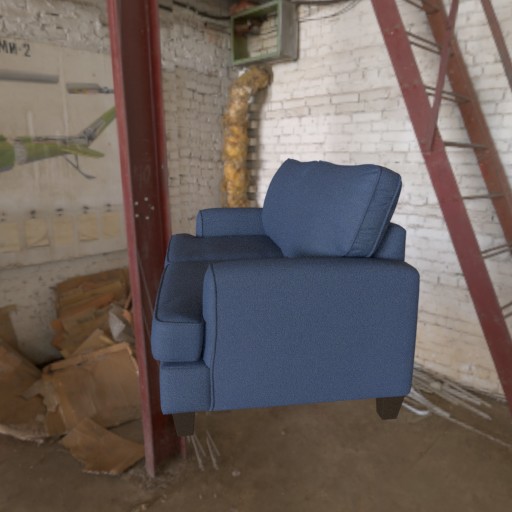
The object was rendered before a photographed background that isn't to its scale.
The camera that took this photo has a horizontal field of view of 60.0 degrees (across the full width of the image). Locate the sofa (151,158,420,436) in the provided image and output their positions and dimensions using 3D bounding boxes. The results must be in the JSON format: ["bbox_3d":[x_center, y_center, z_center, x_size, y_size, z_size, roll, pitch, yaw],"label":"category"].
[{"bbox_3d":[0.000,0.000,2.280,0.965,0.965,1.651,-2,13,-8],"label":"sofa"}]
